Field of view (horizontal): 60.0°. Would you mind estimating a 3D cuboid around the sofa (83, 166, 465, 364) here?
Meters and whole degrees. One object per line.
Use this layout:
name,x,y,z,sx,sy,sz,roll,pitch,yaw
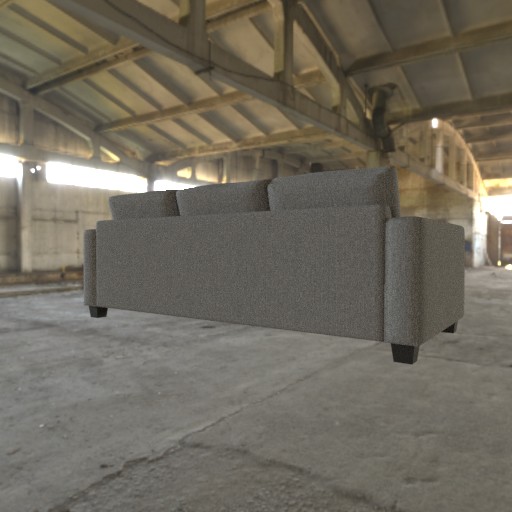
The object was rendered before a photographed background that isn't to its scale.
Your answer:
sofa,0.000,0.000,2.610,2.120,0.800,0.900,1,1,35
